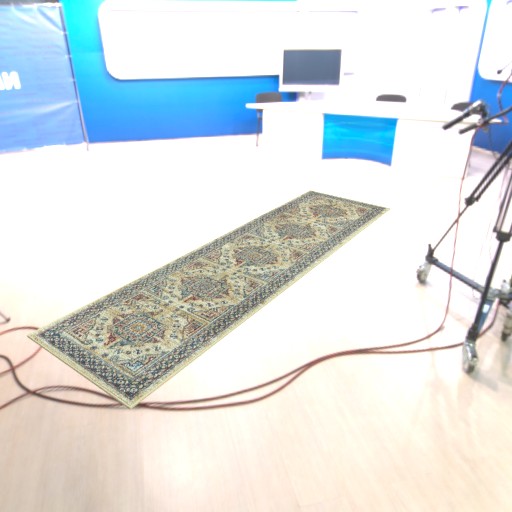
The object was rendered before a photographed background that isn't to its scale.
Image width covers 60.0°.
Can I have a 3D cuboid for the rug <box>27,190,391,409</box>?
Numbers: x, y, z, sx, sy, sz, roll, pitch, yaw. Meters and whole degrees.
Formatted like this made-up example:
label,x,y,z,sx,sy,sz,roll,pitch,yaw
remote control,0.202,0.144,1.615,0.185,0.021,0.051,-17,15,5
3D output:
label,x,y,z,sx,sy,sz,roll,pitch,yaw
rug,0.000,0.000,2.480,0.661,0.013,2.297,19,33,32
